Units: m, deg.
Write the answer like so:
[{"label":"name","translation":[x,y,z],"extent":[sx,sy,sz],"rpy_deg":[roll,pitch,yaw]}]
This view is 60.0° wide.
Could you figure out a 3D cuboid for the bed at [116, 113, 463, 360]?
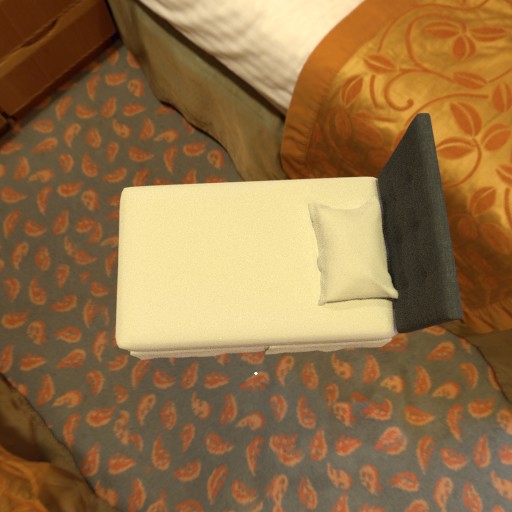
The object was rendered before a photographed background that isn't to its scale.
[{"label":"bed","translation":[0.000,0.000,3.025],"extent":[1.997,1.571,1.261],"rpy_deg":[-3,75,-1]}]
